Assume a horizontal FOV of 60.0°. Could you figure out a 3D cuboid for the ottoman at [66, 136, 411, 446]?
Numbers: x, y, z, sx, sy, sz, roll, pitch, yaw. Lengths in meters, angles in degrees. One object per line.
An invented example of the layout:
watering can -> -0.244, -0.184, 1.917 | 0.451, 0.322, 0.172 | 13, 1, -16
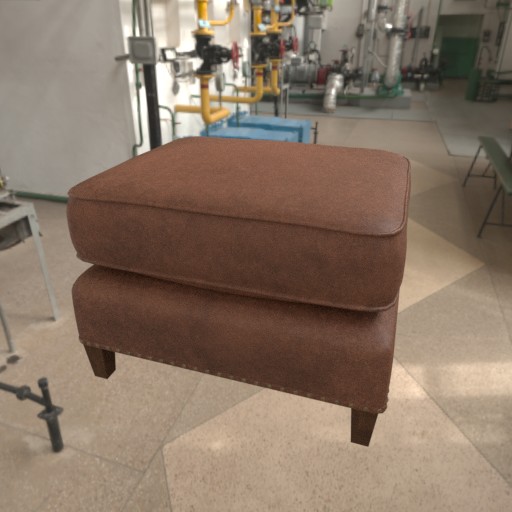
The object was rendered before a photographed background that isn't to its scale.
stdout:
ottoman -> 0.000, 0.000, 1.154 | 0.738, 0.537, 0.589 | 9, 28, 16
